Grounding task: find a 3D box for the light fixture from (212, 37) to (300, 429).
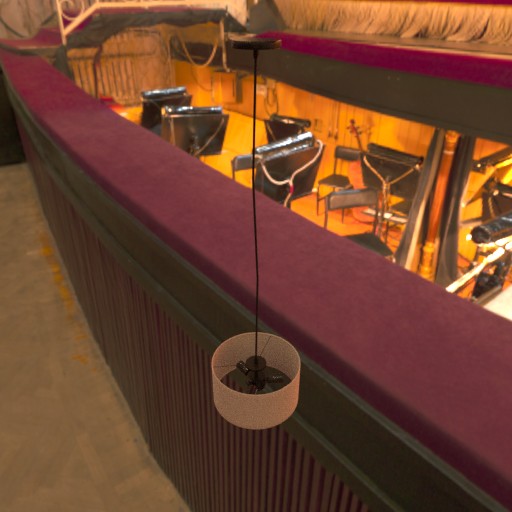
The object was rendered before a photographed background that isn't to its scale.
[{"bbox_3d":[0.000,0.000,1.723,0.399,1.516,0.399,0,30,0],"label":"light fixture"}]
